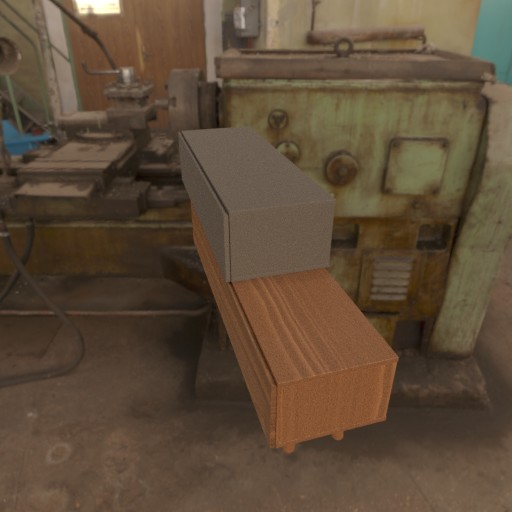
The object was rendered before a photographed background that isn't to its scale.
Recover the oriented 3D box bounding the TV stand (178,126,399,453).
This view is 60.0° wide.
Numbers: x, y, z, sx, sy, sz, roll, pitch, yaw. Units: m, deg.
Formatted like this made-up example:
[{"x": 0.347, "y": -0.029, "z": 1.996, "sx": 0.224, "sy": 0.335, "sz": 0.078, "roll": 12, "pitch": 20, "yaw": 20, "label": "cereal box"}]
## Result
[{"x": 0.000, "y": 0.000, "z": 1.579, "sx": 0.329, "sy": 0.591, "sz": 1.336, "roll": -8, "pitch": 30, "yaw": -14, "label": "TV stand"}]
